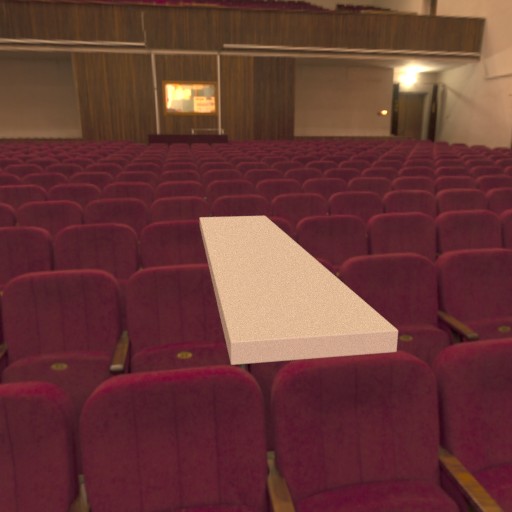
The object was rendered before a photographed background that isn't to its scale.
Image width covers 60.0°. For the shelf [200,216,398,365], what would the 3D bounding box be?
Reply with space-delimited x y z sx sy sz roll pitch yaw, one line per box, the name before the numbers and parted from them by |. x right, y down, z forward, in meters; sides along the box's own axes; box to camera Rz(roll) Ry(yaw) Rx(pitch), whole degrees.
shelf | 0.000 0.000 0.651 0.140 0.020 0.610 -2 14 -9
